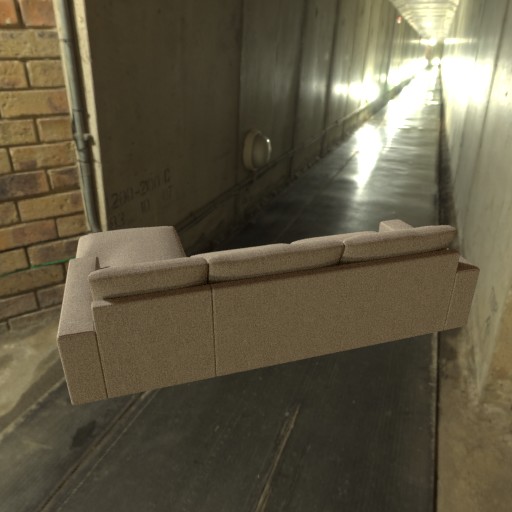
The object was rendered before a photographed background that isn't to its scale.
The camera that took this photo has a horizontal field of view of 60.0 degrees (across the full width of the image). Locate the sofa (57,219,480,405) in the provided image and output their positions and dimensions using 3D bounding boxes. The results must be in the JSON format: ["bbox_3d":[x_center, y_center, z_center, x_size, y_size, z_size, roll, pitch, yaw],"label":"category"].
[{"bbox_3d":[0.000,0.000,3.455,2.718,0.813,1.689,-8,27,-15],"label":"sofa"}]
